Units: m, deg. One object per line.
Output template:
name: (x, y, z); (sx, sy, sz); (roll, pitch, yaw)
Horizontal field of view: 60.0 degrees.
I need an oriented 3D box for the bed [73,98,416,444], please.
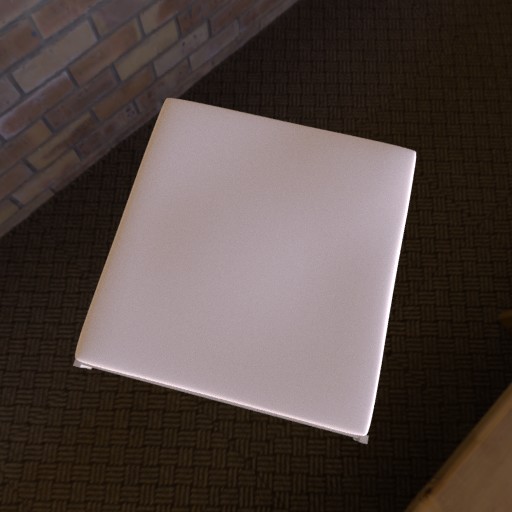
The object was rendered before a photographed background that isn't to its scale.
bed: (0.000, 0.000, 3.189); (2.007, 0.510, 2.108); (14, 75, 4)
